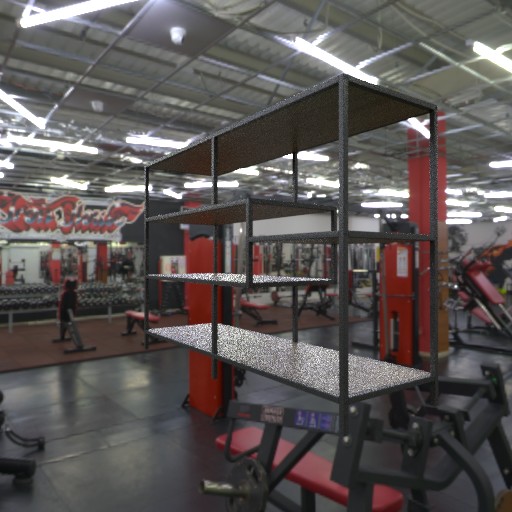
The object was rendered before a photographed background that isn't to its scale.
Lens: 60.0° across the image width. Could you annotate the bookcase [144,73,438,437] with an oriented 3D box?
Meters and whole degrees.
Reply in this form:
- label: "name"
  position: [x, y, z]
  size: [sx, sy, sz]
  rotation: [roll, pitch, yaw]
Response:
- label: "bookcase"
  position: [0.000, 0.000, 1.513]
  size: [0.350, 0.780, 1.140]
  rotation: [0, 0, -35]
